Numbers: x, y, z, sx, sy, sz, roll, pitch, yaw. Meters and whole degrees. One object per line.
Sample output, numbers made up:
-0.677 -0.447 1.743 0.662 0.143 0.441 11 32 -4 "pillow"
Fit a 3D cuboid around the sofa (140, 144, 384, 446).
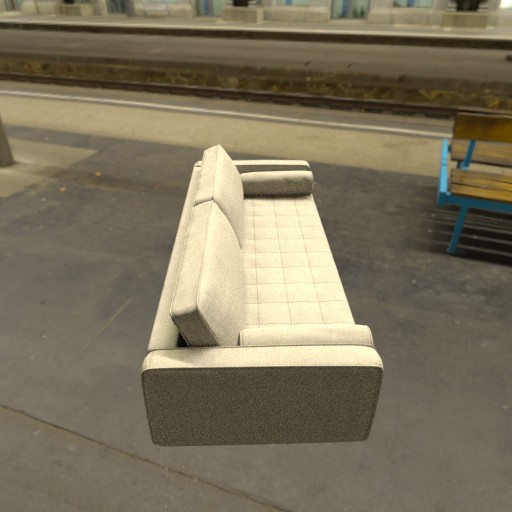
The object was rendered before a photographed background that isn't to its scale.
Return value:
0.000 0.000 2.621 0.914 0.762 2.211 -1 32 -1 "sofa"
